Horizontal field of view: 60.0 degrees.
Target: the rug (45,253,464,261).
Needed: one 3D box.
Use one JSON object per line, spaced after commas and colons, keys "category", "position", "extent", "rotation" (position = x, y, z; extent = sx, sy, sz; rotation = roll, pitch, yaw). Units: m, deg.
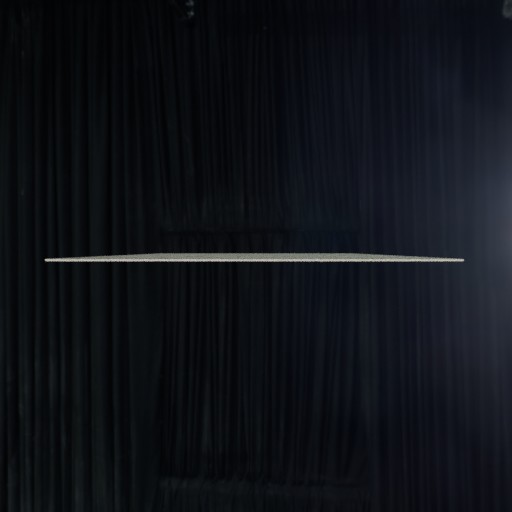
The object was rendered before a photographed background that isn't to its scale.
{"category": "rug", "position": [0.000, 0.000, 4.096], "extent": [2.446, 0.015, 3.046], "rotation": [0, 1, 0]}
